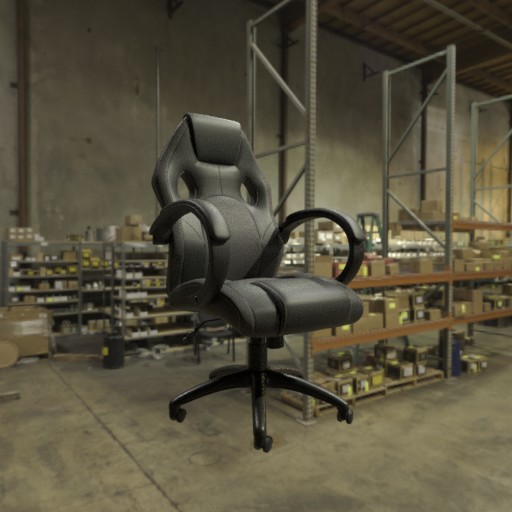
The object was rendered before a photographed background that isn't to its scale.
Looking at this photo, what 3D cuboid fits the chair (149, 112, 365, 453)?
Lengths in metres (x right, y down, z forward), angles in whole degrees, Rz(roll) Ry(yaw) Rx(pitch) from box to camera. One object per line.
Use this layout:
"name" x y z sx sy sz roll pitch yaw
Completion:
"chair" 0.000 0.000 1.674 0.673 1.187 0.724 -1 2 -36
